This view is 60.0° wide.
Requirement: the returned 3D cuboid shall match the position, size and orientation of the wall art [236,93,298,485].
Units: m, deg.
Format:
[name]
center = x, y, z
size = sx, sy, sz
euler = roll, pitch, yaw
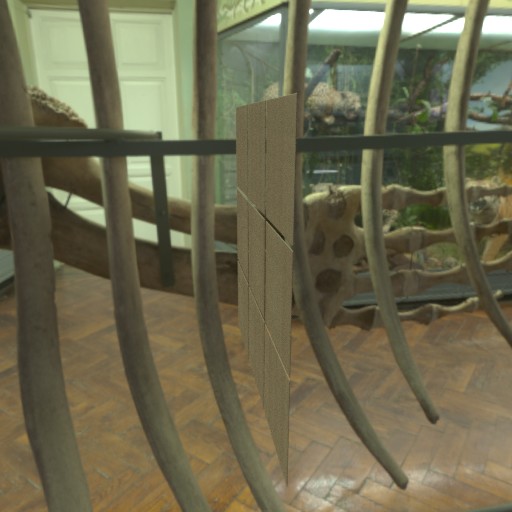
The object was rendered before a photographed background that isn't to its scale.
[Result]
[wall art]
center = 0.000, 0.000, 2.298
size = 0.002, 1.505, 1.517
euler = -3, 17, -9
